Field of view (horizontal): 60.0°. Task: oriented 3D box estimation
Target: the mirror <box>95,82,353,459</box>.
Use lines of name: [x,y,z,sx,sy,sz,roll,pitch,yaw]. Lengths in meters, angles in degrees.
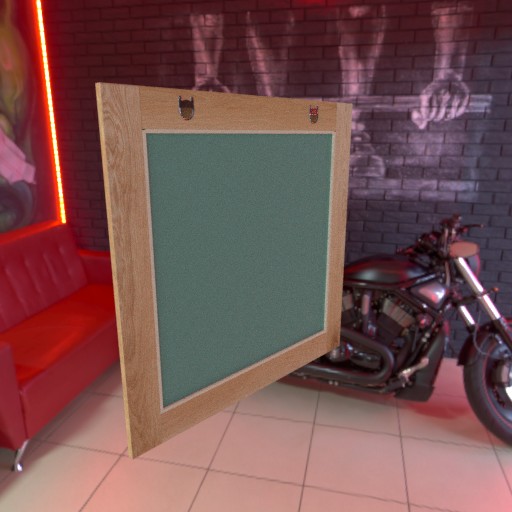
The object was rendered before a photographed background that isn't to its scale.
mirror: [0.000,0.000,1.174,0.800,0.800,0.020,-15,21,-43]
